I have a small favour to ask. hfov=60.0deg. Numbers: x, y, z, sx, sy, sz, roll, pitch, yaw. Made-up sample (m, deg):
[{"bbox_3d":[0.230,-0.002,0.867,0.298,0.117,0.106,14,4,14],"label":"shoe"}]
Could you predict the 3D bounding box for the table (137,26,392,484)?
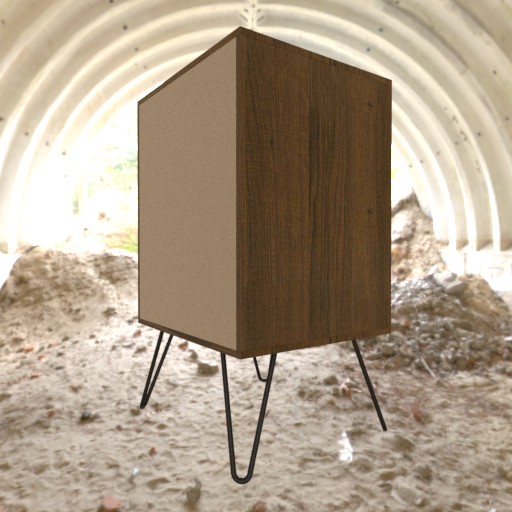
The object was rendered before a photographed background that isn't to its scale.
[{"bbox_3d":[0.000,0.000,1.172,0.457,0.866,0.526,-1,1,-36],"label":"table"}]
